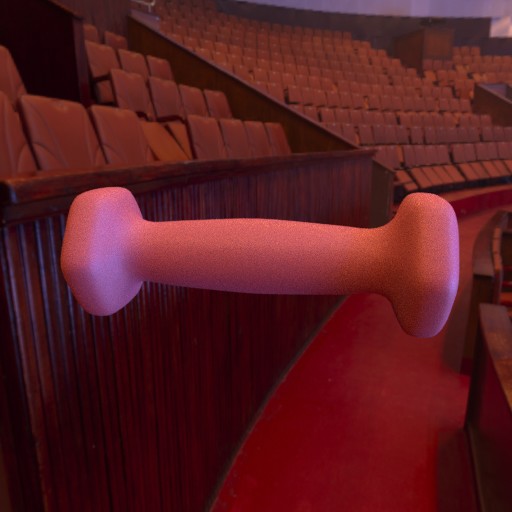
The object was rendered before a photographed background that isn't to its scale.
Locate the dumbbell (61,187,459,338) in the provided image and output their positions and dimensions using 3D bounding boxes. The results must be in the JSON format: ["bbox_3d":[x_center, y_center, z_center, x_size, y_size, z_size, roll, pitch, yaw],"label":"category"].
[{"bbox_3d":[0.000,0.000,0.149,0.123,0.043,0.047,2,15,9],"label":"dumbbell"}]
